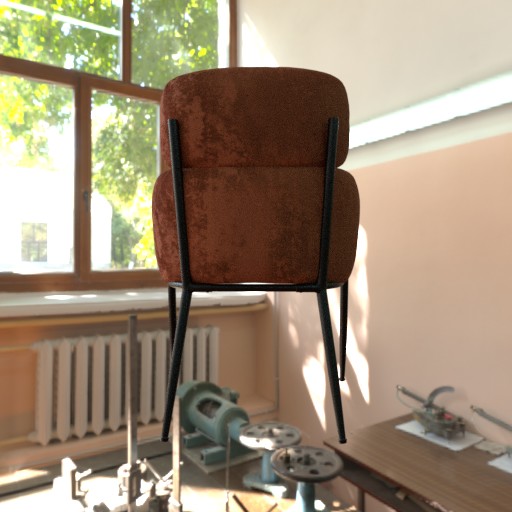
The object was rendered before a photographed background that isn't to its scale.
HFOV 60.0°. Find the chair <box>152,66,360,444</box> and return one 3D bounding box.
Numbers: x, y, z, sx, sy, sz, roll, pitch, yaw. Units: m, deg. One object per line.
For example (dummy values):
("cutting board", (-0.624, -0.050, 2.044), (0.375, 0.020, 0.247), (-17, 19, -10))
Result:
("chair", (0.000, 0.000, 1.134), (0.561, 0.772, 0.523), (0, -1, 2))
